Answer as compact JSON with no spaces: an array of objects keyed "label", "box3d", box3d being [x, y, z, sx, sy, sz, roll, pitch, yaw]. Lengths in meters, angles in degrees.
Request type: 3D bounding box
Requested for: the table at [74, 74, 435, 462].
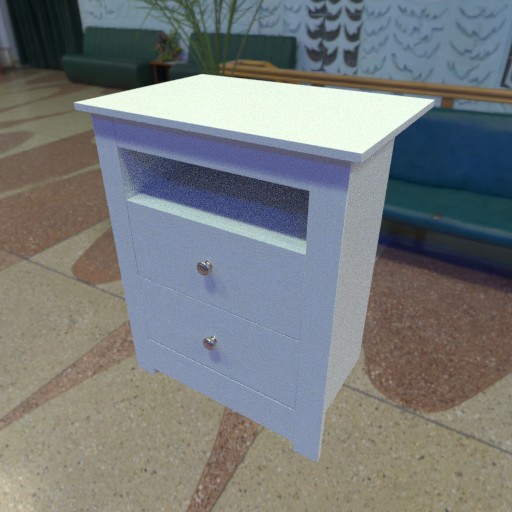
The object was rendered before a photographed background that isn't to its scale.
[{"label":"table","box3d":[0.000,0.000,1.057,0.589,0.711,0.406,18,35,27]}]
